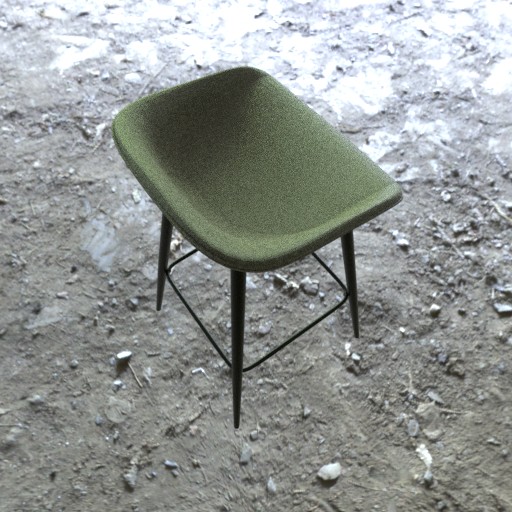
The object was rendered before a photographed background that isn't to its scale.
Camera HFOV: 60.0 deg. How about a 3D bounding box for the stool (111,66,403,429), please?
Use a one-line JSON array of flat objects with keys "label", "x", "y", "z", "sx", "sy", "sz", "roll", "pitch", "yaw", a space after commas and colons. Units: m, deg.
[{"label": "stool", "x": 0.000, "y": 0.000, "z": 1.090, "sx": 0.480, "sy": 0.814, "sz": 0.469, "roll": -32, "pitch": 63, "yaw": -18}]
